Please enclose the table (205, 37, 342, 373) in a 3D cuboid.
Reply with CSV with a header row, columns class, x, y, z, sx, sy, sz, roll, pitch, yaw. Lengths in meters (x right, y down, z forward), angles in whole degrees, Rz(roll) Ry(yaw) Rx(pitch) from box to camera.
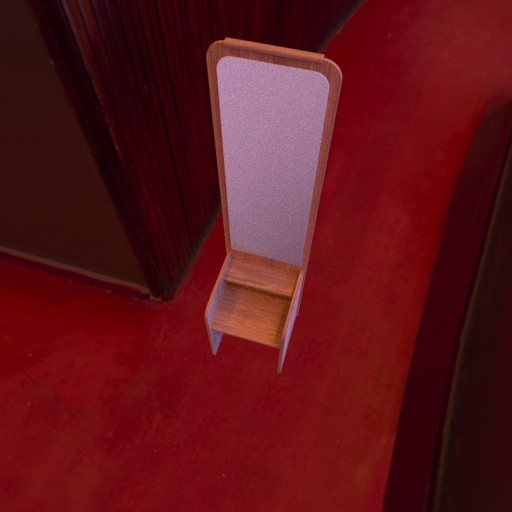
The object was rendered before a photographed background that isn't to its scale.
class,x,y,z,sx,sy,sz,roll,pitch,yaw
table,0.000,0.000,2.043,0.450,1.830,0.420,14,59,9
